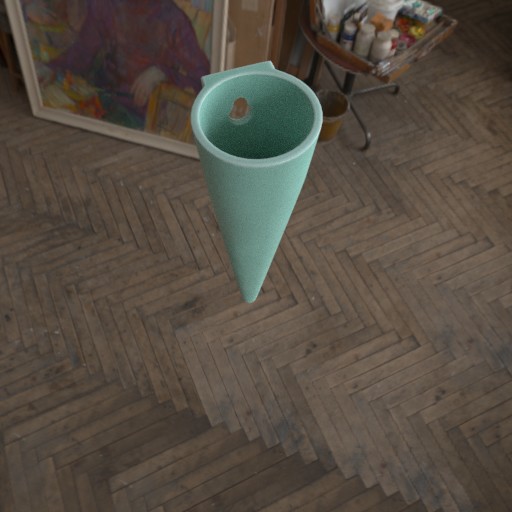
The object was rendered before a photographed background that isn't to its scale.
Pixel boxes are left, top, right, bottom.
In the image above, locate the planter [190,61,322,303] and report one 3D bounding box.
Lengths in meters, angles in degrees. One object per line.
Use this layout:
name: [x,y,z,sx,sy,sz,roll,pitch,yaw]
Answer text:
planter: [0.000,0.000,0.301,0.054,0.268,0.055,-17,65,-8]
